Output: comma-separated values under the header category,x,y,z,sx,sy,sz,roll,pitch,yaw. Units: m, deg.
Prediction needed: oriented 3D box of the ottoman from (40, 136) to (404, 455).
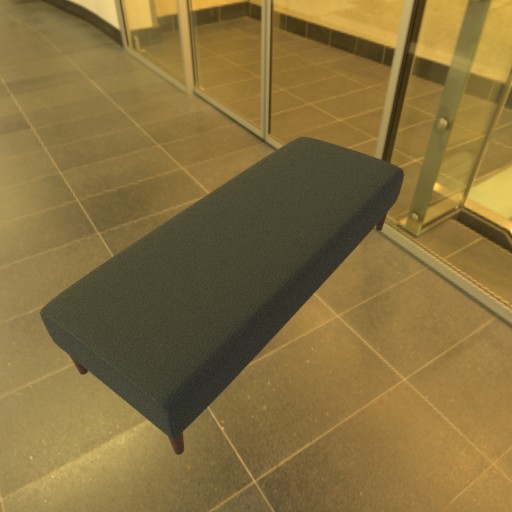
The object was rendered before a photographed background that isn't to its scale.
category,x,y,z,sx,sy,sz,roll,pitch,yaw
ottoman,0.000,0.000,1.911,0.646,0.393,1.609,26,47,27
